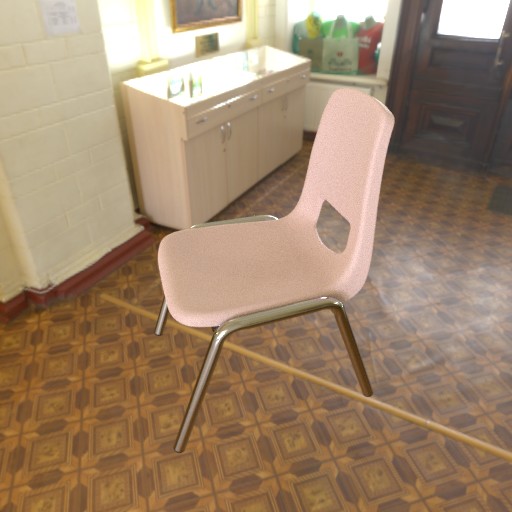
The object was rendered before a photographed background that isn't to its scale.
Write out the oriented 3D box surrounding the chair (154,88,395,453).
[{"bbox_3d":[0.000,0.000,0.860,0.423,0.586,0.354,-9,33,-14],"label":"chair"}]
